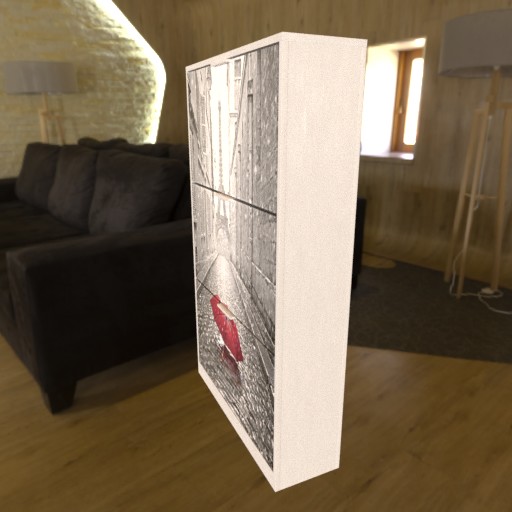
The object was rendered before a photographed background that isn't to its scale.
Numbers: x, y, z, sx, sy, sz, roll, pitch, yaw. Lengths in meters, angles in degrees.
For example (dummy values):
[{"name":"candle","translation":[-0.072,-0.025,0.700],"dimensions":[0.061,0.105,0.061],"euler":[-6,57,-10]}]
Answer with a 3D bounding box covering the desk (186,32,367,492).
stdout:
[{"name":"desk","translation":[0.000,0.000,1.543],"dimensions":[0.250,1.280,0.750],"euler":[-8,19,-24]}]
